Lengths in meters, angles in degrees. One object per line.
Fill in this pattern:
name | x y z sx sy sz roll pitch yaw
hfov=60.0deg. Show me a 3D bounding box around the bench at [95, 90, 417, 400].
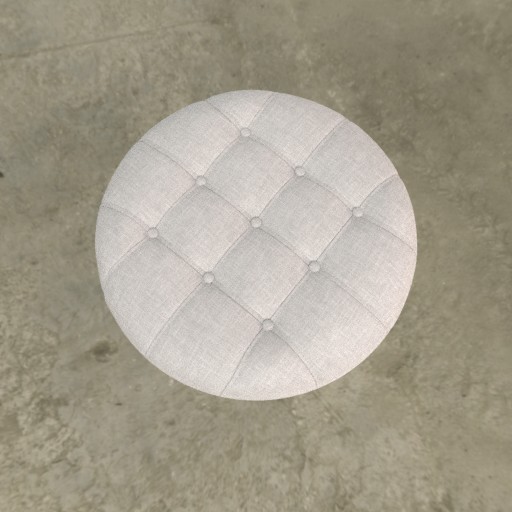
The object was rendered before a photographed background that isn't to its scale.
bench | 0.000 0.000 0.979 0.600 0.453 0.600 0 74 0
